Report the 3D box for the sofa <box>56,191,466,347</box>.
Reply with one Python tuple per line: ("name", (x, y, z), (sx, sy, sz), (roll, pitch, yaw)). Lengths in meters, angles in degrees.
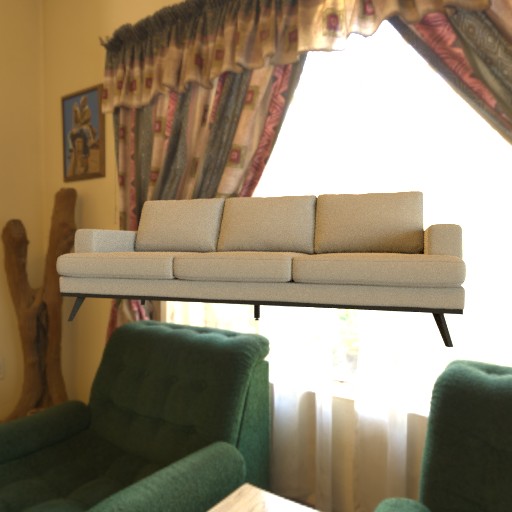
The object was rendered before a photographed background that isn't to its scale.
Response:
("sofa", (0.000, 0.000, 2.782), (2.310, 0.810, 0.920), (0, 1, 19))
